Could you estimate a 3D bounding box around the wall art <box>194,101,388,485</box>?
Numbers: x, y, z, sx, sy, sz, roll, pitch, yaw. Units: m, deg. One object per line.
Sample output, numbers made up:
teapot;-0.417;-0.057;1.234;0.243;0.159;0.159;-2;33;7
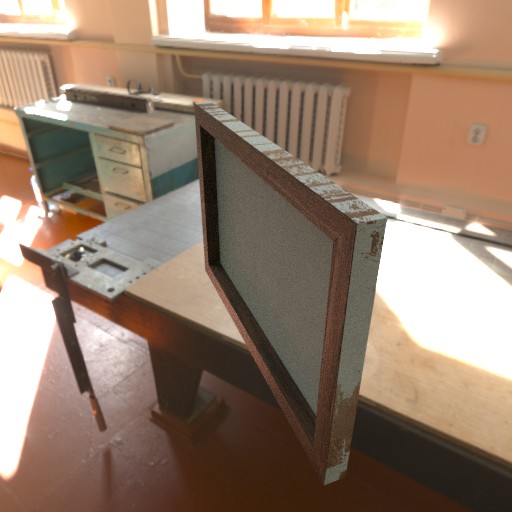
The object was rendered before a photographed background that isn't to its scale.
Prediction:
wall art;0.000;0.000;0.768;0.035;0.405;0.609;-11;32;-18
